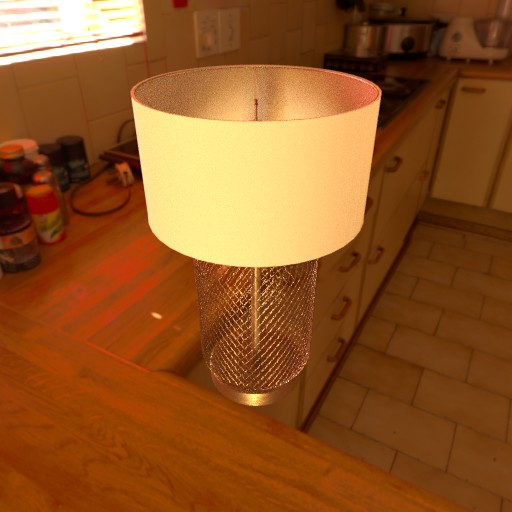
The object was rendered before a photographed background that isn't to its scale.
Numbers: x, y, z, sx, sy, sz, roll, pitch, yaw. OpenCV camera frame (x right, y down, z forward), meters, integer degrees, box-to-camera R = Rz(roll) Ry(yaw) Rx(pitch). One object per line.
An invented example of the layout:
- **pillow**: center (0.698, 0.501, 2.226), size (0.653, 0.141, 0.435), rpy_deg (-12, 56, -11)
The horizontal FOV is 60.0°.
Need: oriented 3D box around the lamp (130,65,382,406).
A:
- **lamp**: center (0.000, 0.000, 0.793), size (0.353, 0.578, 0.353), rpy_deg (0, 33, 0)
